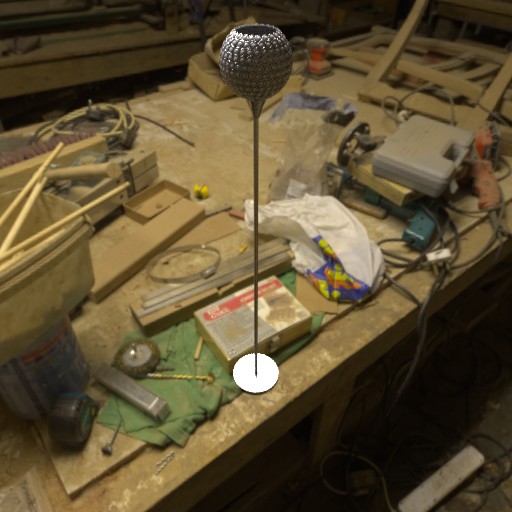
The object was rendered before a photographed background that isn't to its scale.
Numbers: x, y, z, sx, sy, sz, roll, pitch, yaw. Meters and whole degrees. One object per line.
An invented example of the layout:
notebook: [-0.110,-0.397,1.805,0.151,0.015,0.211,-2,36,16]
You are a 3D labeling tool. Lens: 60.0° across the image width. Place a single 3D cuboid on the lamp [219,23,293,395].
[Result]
lamp: [0.000,0.000,1.921,0.254,1.805,0.254,0,41,0]
